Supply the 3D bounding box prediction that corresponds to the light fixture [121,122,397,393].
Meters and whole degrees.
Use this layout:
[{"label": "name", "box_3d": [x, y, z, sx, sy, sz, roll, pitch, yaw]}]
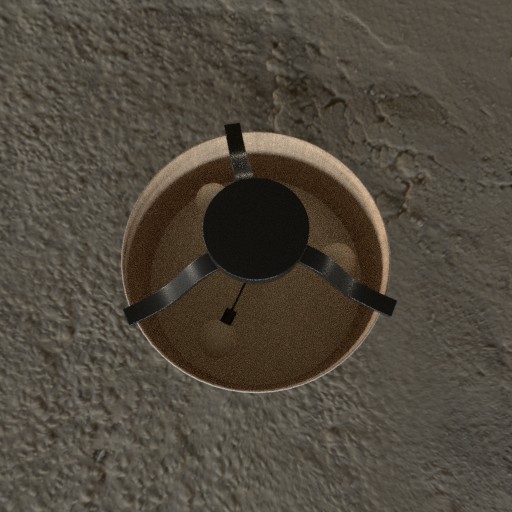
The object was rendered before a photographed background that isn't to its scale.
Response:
[{"label": "light fixture", "box_3d": [0.000, 0.000, 0.665, 0.390, 0.306, 0.390, 0, 76, 0]}]
